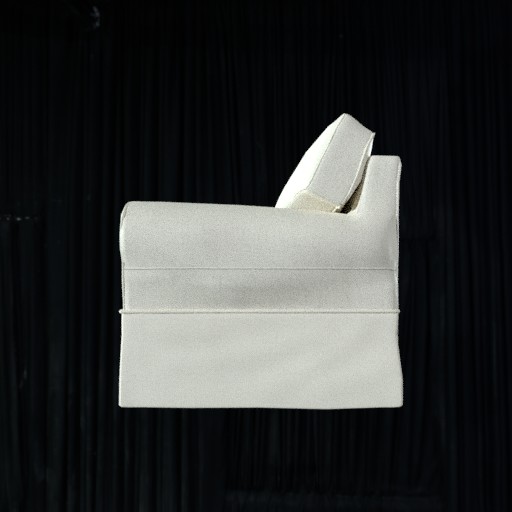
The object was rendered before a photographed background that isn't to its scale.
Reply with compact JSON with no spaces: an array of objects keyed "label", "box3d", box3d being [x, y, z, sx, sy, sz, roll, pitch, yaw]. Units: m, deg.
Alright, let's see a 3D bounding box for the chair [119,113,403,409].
[{"label":"chair","box3d":[0.000,0.000,1.865,0.904,0.958,1.099,0,0,0]}]
